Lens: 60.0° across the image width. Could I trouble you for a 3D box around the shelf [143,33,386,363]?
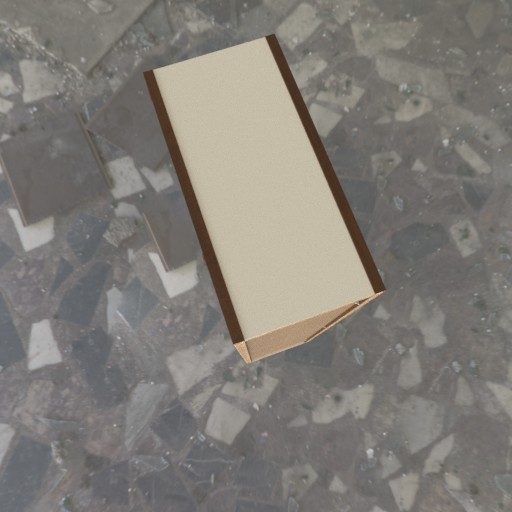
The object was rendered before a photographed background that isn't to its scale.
[{"bbox_3d":[0.000,0.000,0.712,0.147,0.600,0.290,-19,76,-5],"label":"shelf"}]
